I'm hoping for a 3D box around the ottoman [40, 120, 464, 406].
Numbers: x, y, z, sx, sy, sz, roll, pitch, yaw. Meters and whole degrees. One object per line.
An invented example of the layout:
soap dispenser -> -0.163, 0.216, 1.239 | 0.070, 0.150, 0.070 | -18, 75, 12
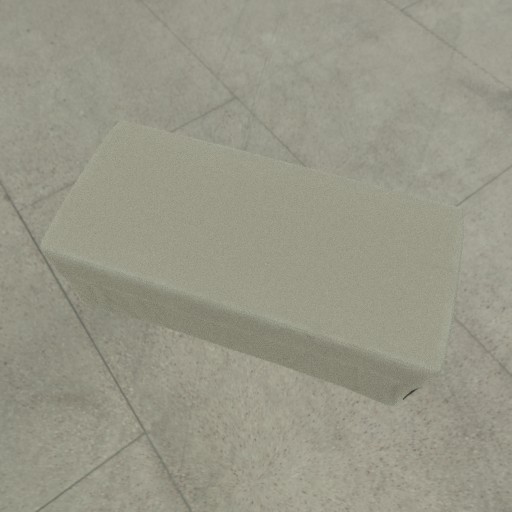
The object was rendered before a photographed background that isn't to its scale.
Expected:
ottoman -> 0.000, 0.000, 1.693 | 1.388, 0.457, 0.665 | 16, 64, 8
